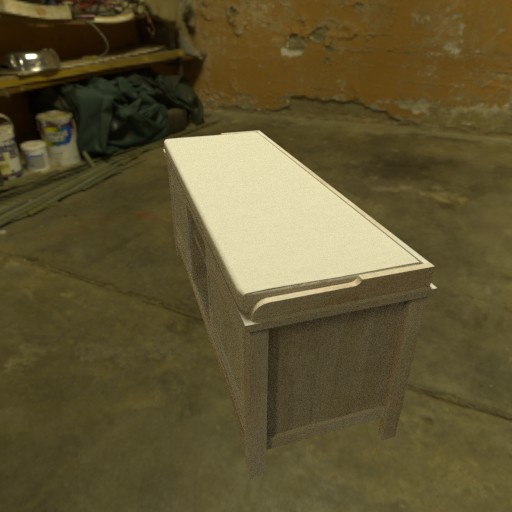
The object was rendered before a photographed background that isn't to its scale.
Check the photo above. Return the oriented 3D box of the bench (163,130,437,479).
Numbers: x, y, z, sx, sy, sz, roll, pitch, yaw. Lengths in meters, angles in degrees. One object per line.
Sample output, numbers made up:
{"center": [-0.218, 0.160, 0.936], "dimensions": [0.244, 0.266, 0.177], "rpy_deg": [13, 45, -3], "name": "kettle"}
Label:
{"center": [0.000, 0.000, 1.402], "dimensions": [0.398, 0.501, 1.140], "rpy_deg": [-9, 31, -15], "name": "bench"}
